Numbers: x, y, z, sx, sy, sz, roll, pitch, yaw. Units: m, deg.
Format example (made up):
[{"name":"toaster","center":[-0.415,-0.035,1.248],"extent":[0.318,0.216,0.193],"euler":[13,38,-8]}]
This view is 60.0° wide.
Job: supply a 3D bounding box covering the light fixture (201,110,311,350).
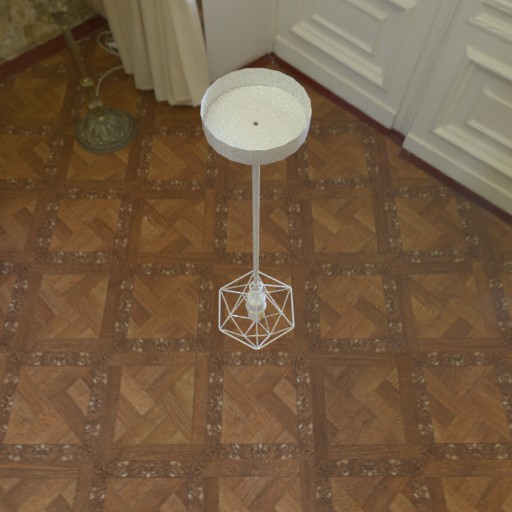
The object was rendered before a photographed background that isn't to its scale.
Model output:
[{"name":"light fixture","center":[0.000,0.000,1.963],"extent":[0.431,1.764,0.487],"euler":[-1,63,-1]}]
